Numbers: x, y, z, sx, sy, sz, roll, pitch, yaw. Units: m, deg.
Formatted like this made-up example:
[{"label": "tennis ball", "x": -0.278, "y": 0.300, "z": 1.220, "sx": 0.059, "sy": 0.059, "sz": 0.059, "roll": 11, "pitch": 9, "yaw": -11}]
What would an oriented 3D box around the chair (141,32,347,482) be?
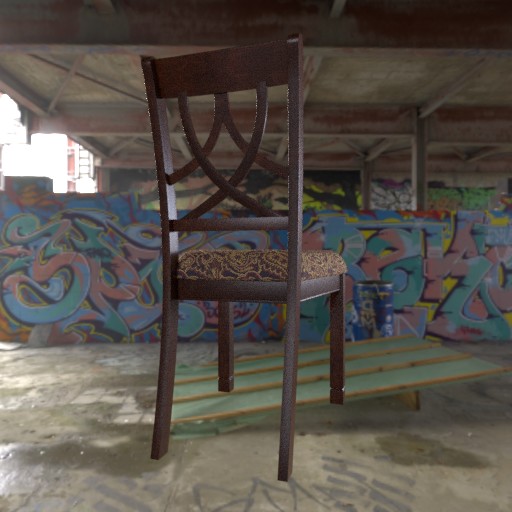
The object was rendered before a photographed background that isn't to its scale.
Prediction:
[{"label": "chair", "x": 0.000, "y": 0.000, "z": 1.278, "sx": 0.457, "sy": 0.965, "sz": 0.584, "roll": 0, "pitch": 1, "yaw": 18}]
